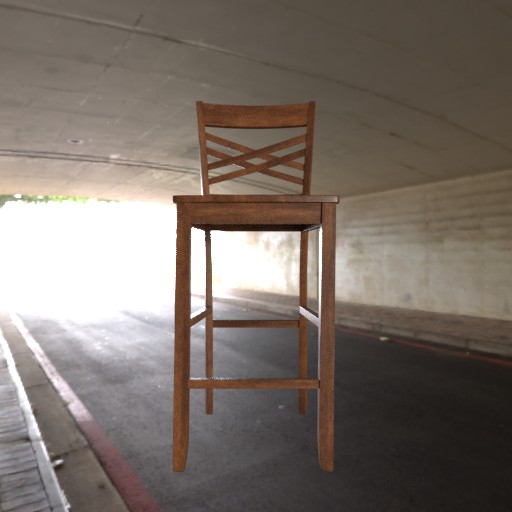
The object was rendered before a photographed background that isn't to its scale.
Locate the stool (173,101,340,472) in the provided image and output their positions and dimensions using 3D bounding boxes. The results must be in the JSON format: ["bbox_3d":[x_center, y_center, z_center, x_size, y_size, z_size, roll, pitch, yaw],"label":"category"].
[{"bbox_3d":[0.000,0.000,1.365,0.433,1.105,0.487,0,0,0],"label":"stool"}]
